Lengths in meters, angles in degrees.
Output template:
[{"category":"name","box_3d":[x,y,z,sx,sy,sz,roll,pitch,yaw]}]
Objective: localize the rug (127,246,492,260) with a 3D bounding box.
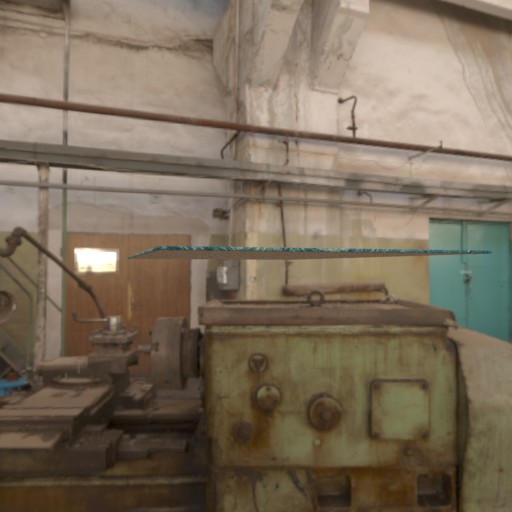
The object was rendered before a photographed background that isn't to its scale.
[{"category":"rug","box_3d":[0.000,0.000,2.844,1.490,0.015,2.277,0,-1,-19]}]
